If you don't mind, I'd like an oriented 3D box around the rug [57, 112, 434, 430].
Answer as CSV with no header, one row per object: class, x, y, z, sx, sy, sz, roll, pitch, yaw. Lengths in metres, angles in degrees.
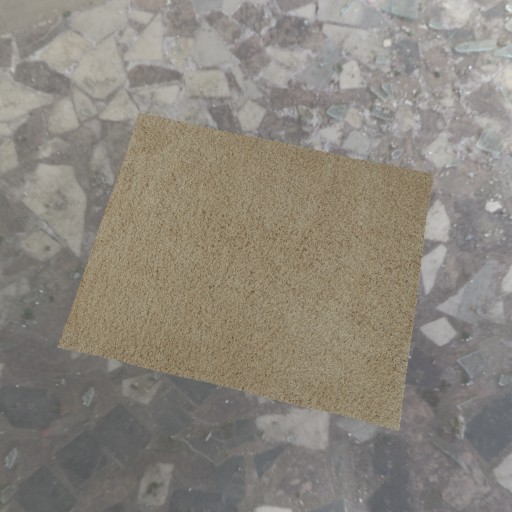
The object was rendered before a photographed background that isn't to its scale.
rug,0.000,0.000,4.096,3.000,0.025,2.400,13,75,4
